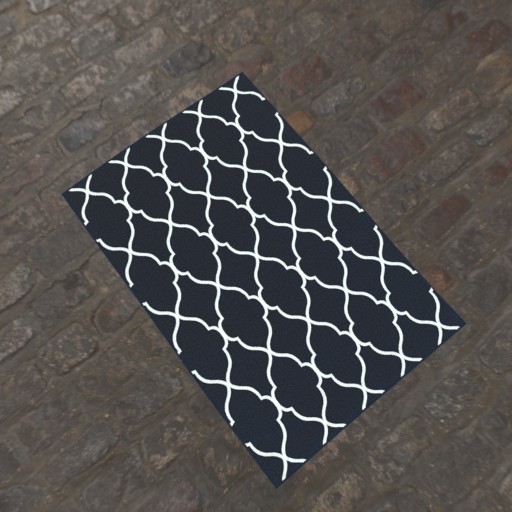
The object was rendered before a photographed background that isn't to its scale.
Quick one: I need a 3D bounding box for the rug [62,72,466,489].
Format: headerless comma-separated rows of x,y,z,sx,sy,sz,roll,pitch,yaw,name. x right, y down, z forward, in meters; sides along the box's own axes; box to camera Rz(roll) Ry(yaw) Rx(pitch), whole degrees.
0.000,0.000,2.853,1.528,0.014,2.294,-37,79,-9,rug
